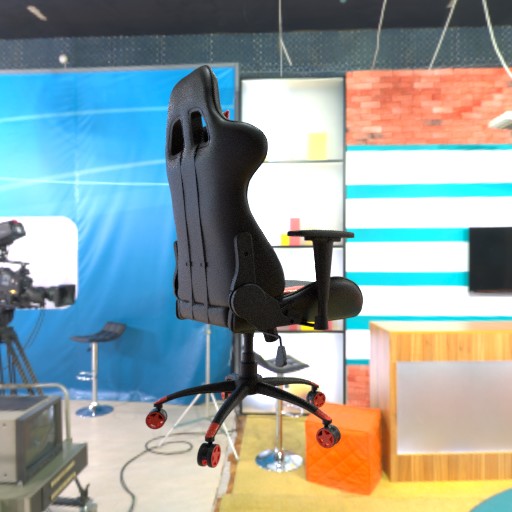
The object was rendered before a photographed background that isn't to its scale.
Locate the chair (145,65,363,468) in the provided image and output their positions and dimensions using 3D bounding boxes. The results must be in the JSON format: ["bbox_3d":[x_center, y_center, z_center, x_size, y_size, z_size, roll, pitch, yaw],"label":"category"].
[{"bbox_3d":[0.000,0.000,1.700,0.730,1.282,0.695,0,0,-37],"label":"chair"}]
